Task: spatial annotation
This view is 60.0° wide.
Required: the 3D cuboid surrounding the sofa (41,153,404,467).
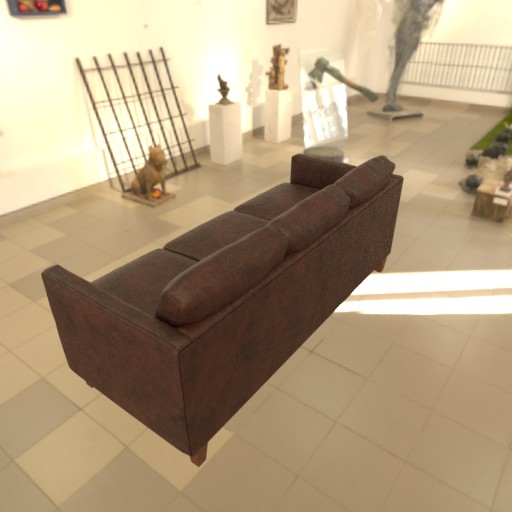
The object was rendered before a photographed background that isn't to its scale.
[{"bbox_3d":[0.000,0.000,2.986,1.045,1.006,2.464,21,36,31],"label":"sofa"}]
